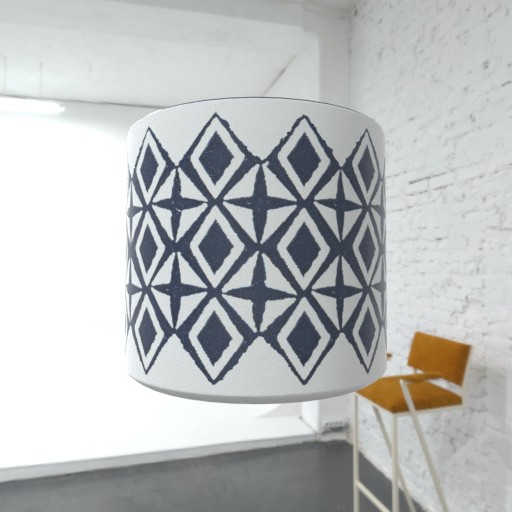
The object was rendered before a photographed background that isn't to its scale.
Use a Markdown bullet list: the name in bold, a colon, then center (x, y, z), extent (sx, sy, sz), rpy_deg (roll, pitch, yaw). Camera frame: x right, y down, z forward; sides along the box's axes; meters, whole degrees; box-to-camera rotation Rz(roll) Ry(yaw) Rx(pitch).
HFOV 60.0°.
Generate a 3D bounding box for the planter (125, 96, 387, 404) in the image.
- **planter**: center (0.000, 0.000, 0.322), extent (0.182, 0.165, 0.182), rpy_deg (0, -2, 0)
